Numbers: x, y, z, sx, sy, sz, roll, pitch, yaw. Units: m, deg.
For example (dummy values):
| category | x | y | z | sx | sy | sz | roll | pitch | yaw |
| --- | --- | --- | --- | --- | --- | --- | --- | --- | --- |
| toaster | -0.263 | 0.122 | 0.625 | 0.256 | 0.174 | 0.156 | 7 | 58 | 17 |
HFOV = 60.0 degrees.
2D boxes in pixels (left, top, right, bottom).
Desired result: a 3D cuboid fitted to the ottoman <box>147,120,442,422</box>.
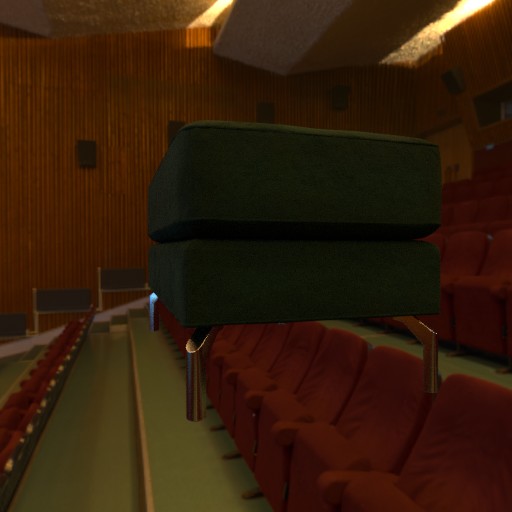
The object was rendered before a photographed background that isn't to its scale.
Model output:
| category | x | y | z | sx | sy | sz | roll | pitch | yaw |
| --- | --- | --- | --- | --- | --- | --- | --- | --- | --- |
| ottoman | 0.000 | 0.000 | 1.218 | 0.536 | 0.533 | 0.886 | 0 | 1 | -17 |
